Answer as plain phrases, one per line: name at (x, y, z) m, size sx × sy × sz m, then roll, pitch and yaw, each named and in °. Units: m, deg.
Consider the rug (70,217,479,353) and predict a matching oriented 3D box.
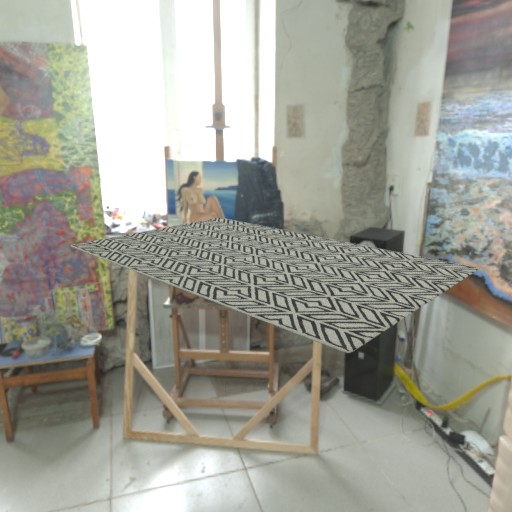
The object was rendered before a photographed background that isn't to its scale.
rug at (0.000, 0.000, 3.062) m, size 2.438 × 0.008 × 1.523 m, roll 15°, pitch 21°, yaw 41°
